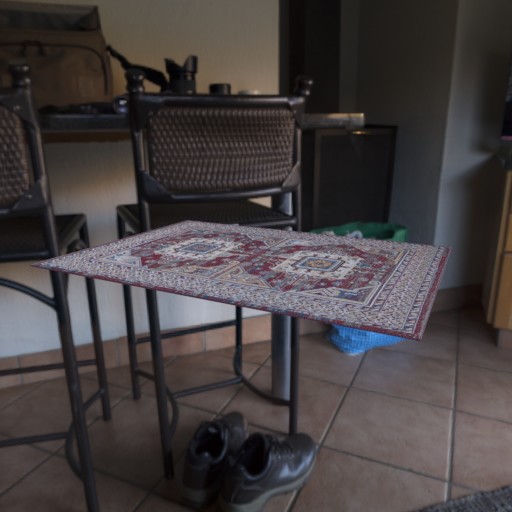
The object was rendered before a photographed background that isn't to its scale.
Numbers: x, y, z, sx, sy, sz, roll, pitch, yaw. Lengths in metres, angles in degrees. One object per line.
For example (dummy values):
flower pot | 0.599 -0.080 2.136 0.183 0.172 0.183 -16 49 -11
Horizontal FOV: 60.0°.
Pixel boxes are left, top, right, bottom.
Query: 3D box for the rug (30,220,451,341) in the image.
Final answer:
rug | 0.000 0.000 2.849 2.210 0.011 1.599 8 17 26
